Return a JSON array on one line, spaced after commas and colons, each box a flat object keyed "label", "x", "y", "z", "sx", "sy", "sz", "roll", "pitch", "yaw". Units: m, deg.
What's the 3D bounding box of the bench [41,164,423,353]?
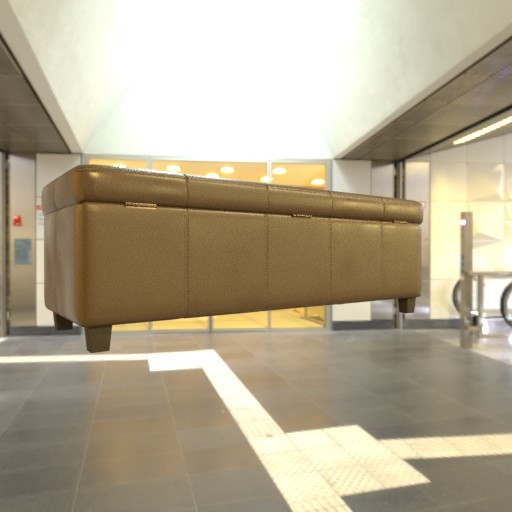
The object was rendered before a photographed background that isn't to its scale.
[{"label": "bench", "x": 0.000, "y": 0.000, "z": 1.444, "sx": 1.219, "sy": 0.417, "sz": 0.450, "roll": 0, "pitch": 0, "yaw": -35}]
